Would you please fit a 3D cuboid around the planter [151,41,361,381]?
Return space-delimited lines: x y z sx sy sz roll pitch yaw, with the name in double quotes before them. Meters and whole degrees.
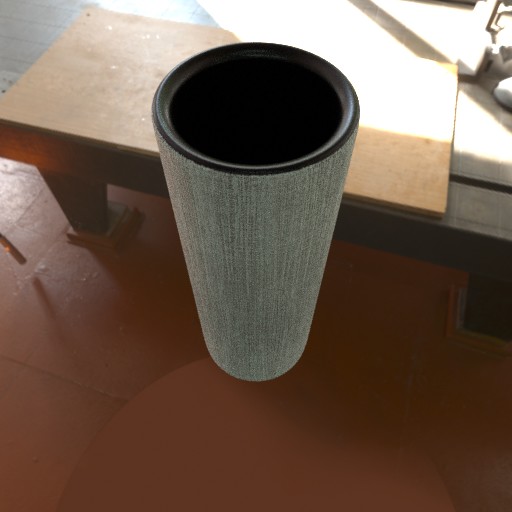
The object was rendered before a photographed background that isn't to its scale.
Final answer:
"planter" 0.000 0.000 0.323 0.100 0.270 0.100 -33 62 -20
